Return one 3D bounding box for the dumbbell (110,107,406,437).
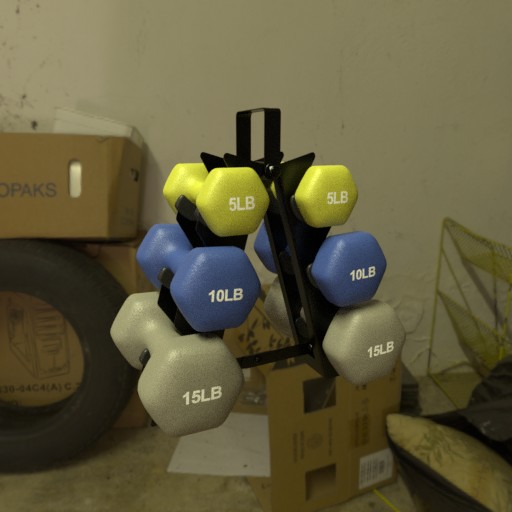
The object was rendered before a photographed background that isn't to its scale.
[{"bbox_3d":[0.000,0.000,0.678,0.416,0.426,0.261,-7,16,-26],"label":"dumbbell"}]
